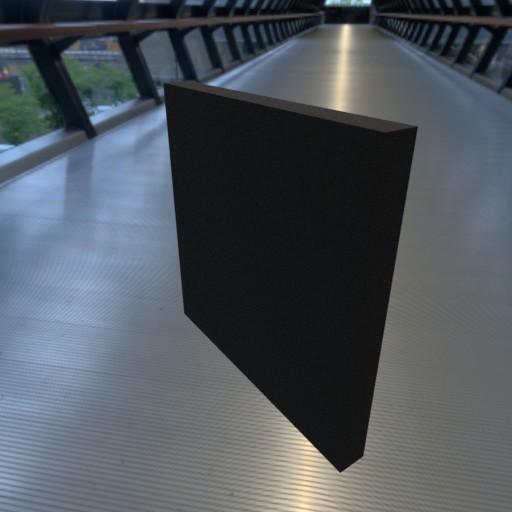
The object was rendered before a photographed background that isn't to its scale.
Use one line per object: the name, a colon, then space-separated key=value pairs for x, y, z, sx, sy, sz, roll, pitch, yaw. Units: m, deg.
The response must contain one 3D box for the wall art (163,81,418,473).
wall art: x=0.000 y=0.000 z=0.451 sx=0.030 sy=0.305 sz=0.308 roll=-18 pitch=33 yaw=-31
